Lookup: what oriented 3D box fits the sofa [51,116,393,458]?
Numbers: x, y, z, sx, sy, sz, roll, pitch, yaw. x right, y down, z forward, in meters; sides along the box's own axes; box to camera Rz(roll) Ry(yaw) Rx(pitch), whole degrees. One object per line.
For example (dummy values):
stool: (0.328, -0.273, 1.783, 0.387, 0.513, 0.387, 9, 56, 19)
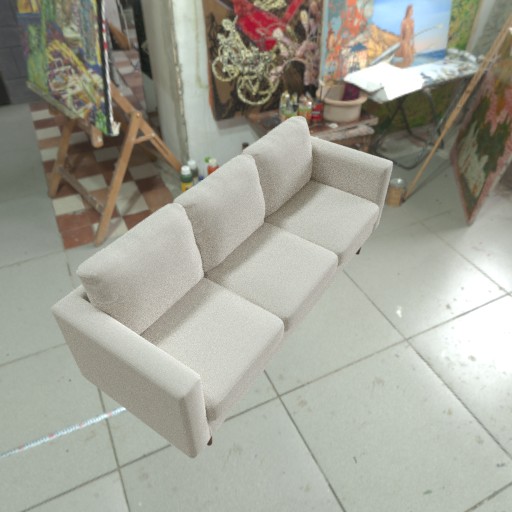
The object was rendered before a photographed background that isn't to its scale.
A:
sofa: (0.000, 0.000, 2.538, 0.802, 0.912, 2.029, 25, 48, 25)
